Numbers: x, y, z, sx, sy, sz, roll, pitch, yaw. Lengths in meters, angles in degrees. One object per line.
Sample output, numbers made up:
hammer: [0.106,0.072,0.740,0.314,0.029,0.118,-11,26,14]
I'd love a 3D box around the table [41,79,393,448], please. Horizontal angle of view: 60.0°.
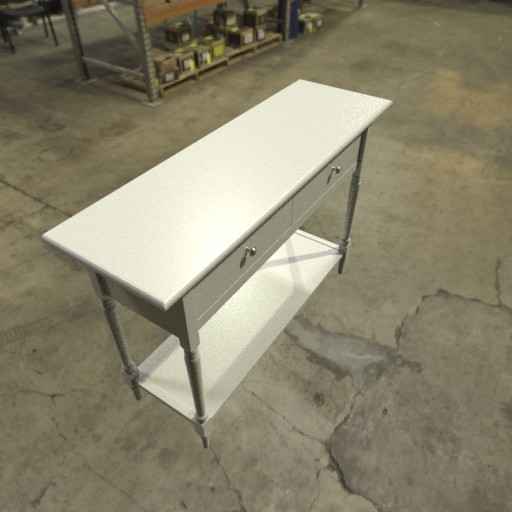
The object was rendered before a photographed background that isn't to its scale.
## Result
table: [0.000,0.000,1.568,0.384,0.808,1.197,24,47,25]
